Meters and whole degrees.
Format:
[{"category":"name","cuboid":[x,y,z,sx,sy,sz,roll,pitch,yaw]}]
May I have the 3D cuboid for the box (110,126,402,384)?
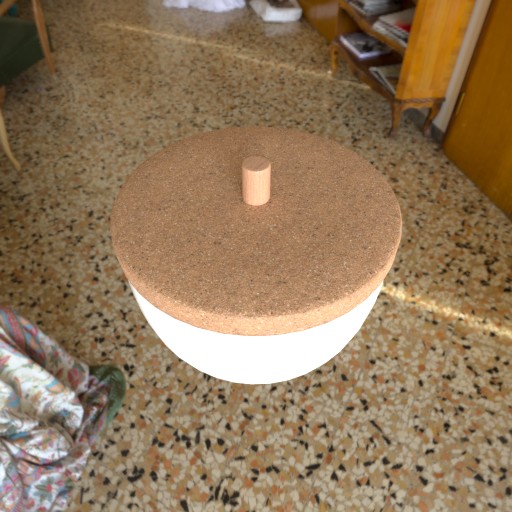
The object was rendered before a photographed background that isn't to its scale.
[{"category":"box","cuboid":[0.000,0.000,0.187,0.107,0.094,0.107,0,47,0]}]
